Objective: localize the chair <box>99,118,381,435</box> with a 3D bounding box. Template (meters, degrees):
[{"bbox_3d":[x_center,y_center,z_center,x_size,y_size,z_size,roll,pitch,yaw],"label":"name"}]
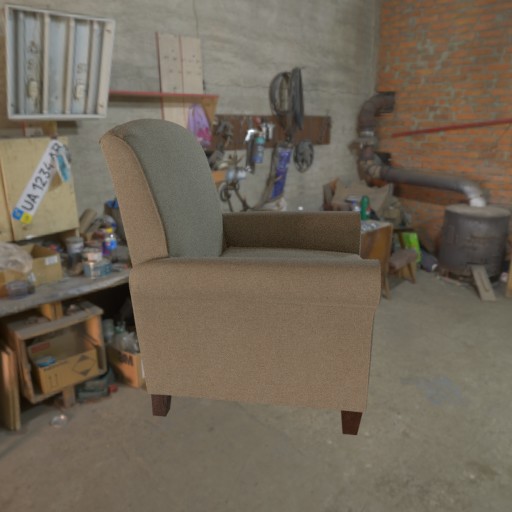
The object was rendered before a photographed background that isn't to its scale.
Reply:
[{"bbox_3d":[0.000,0.000,1.788,0.905,1.061,0.978,2,16,9],"label":"chair"}]
